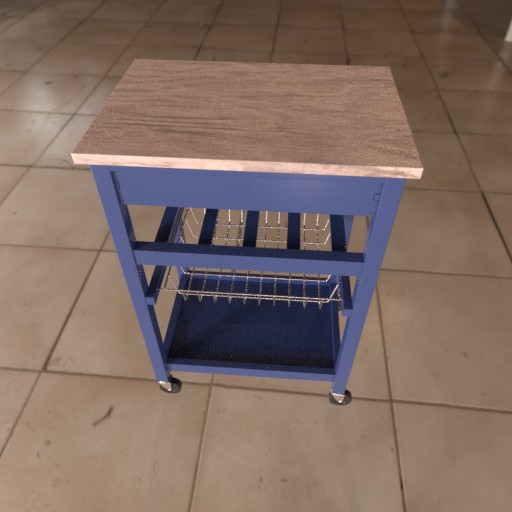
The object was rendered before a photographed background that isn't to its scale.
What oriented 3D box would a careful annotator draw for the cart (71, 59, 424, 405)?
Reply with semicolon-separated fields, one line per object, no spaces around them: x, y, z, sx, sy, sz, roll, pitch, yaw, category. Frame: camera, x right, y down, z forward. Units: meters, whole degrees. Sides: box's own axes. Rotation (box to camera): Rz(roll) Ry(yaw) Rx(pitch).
0.000;0.000;1.156;0.584;0.839;0.403;3;45;3;cart
